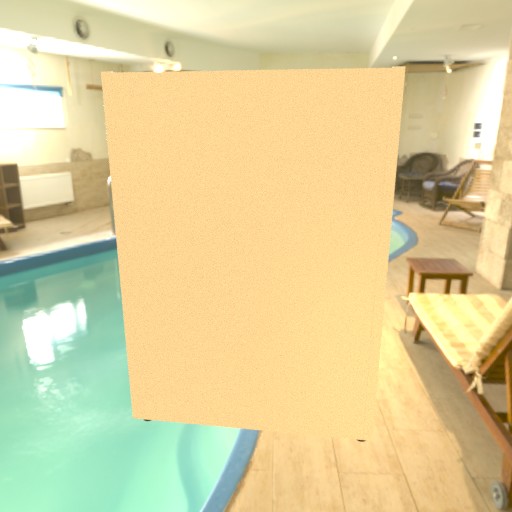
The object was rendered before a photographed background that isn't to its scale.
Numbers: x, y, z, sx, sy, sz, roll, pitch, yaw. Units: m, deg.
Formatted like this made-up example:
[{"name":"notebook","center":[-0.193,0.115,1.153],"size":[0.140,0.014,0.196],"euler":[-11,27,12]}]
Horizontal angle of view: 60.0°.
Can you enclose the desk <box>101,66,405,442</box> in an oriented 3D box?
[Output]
[{"name":"desk","center":[0.000,0.000,1.577],"size":[0.850,1.190,0.390],"euler":[2,17,8]}]
